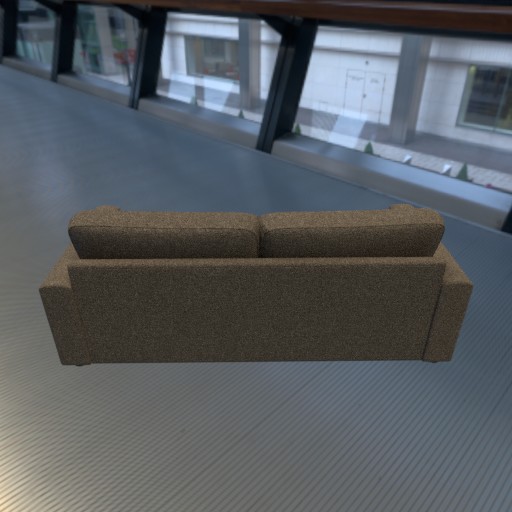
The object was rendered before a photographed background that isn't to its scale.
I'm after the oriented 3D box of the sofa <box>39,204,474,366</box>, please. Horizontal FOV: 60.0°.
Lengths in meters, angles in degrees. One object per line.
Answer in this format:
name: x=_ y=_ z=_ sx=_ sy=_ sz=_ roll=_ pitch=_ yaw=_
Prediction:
sofa: x=0.000 y=0.000 z=2.696 sx=2.179 sy=0.873 sz=1.016 roll=0 pitch=31 yaw=-1
